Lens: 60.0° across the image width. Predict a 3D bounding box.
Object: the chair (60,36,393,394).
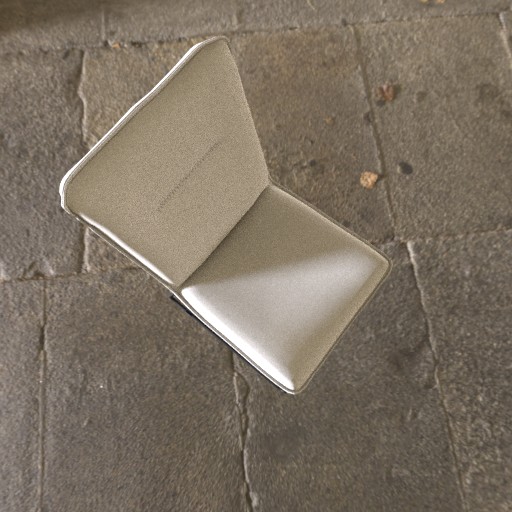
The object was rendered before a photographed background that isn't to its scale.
[{"bbox_3d":[0.000,0.000,1.313,0.688,0.930,0.515,38,78,9],"label":"chair"}]
